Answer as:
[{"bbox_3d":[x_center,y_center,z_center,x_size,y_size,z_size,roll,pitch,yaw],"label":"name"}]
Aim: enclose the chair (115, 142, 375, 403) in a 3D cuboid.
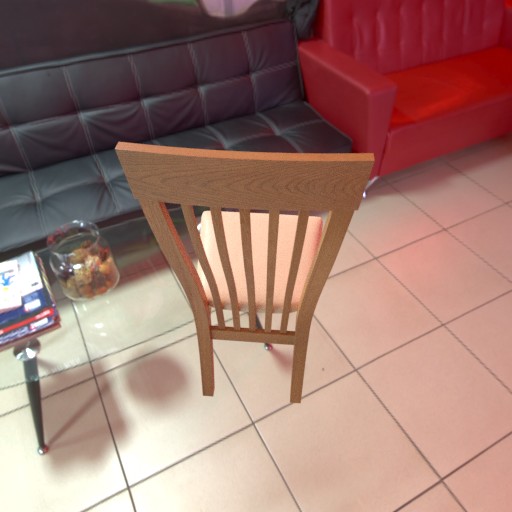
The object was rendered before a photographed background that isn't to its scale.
[{"bbox_3d":[0.000,0.000,1.328,0.450,1.050,0.580,3,45,3],"label":"chair"}]
